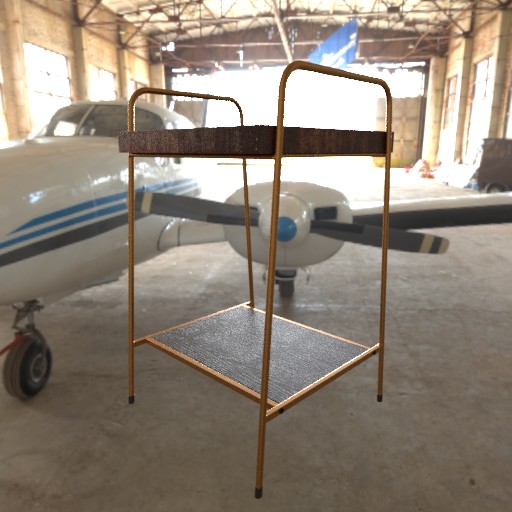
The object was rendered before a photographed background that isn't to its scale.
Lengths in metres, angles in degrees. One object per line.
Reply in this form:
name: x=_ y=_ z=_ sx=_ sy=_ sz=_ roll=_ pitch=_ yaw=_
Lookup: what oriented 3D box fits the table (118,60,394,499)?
table: x=0.000 y=0.000 z=0.967 sx=0.430 sy=0.710 sz=0.430 roll=13 pitch=19 yaw=43
